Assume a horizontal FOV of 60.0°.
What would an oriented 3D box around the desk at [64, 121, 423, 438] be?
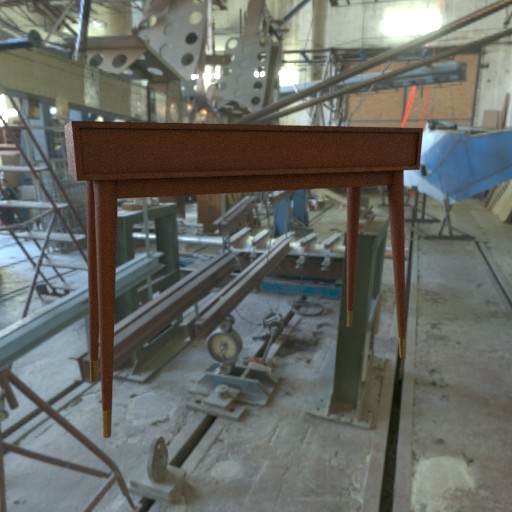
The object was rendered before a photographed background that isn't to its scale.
[{"bbox_3d":[0.000,0.000,1.639,1.204,0.917,0.384,-7,16,-25],"label":"desk"}]
